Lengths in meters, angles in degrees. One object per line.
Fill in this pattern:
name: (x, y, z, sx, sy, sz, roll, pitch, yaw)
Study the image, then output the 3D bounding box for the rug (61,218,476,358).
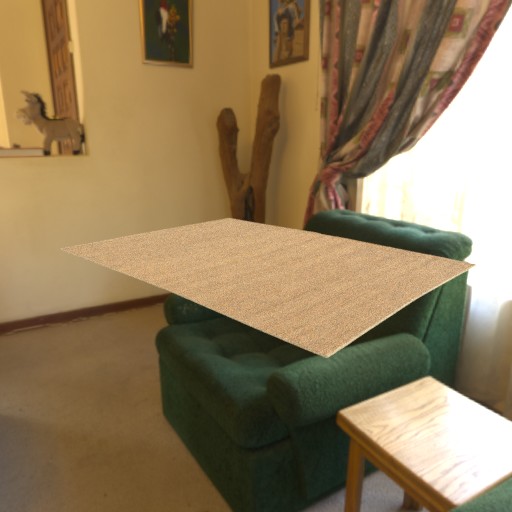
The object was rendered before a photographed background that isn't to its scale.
rug: (0.000, 0.000, 2.929, 2.264, 0.030, 1.624, 14, 21, 42)
